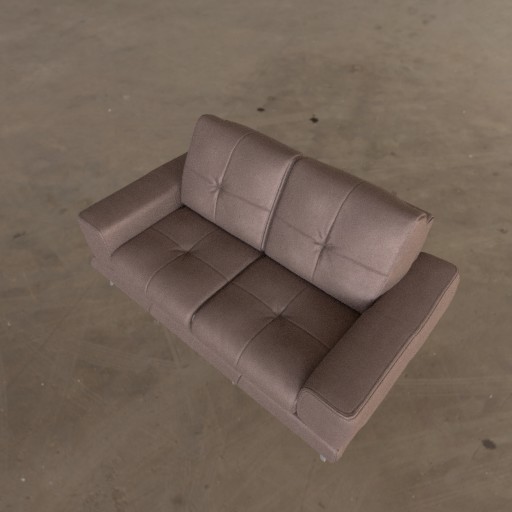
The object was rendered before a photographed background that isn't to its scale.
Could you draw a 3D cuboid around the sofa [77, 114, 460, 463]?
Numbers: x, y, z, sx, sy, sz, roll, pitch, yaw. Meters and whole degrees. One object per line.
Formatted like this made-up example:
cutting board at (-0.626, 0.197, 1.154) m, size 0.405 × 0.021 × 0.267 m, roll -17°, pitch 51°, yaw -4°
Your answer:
sofa at (0.000, 0.000, 2.327) m, size 1.806 × 0.907 × 1.018 m, roll 32°, pitch 54°, yaw 27°
